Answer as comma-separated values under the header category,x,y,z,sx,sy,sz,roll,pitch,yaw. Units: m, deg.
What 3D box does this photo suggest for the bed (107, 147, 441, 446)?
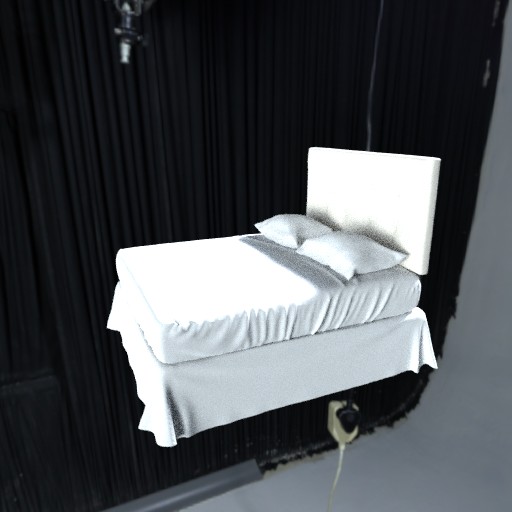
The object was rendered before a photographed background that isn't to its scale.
category,x,y,z,sx,sy,sz,roll,pitch,yaw
bed,0.000,0.000,3.536,2.222,1.577,1.936,-7,18,-23
